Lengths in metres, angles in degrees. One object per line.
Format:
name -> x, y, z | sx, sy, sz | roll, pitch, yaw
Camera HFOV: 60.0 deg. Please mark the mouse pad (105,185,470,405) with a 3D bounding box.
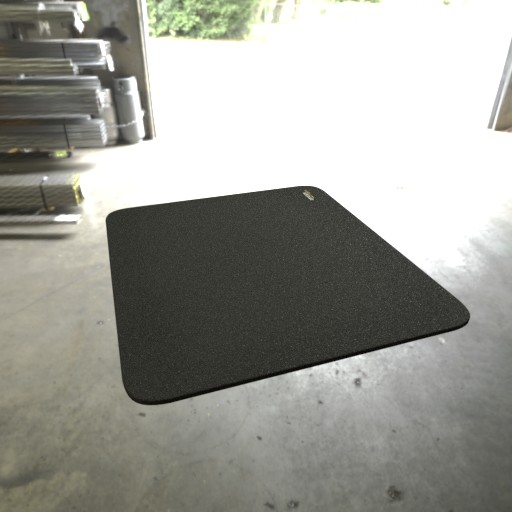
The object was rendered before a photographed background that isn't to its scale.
mouse pad -> 0.000, 0.000, 0.324 | 0.203, 0.003, 0.229 | -10, 32, -16
